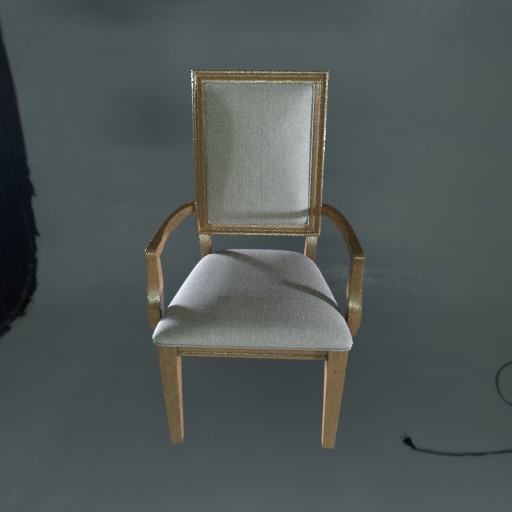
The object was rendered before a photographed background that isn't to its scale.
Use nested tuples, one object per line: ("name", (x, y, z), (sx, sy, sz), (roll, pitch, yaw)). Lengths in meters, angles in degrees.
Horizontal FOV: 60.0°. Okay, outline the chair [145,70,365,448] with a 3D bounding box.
("chair", (0.000, 0.000, 1.364), (0.606, 0.990, 0.602), (1, 30, 2))
